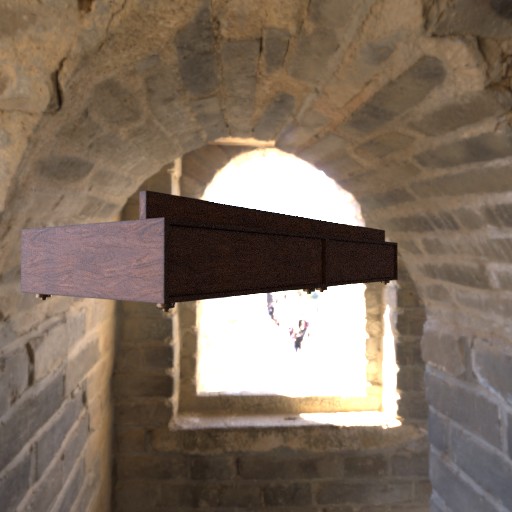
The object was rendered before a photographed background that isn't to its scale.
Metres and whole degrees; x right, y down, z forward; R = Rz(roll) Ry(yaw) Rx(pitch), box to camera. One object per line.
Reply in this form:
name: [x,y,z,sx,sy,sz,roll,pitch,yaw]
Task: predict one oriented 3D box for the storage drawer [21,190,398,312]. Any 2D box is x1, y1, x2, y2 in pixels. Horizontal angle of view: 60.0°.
storage drawer: [0.000,0.000,2.177,0.774,0.339,1.914,-1,-1,36]
